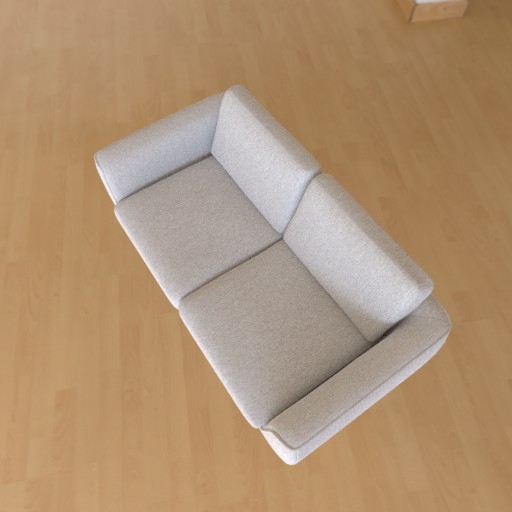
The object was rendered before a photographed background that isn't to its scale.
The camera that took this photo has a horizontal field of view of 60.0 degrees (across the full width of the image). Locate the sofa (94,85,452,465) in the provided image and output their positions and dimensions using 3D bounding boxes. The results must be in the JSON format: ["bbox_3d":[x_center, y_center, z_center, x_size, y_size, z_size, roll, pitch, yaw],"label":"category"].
[{"bbox_3d":[0.000,0.000,2.165,0.920,0.850,1.700,-31,66,-16],"label":"sofa"}]
